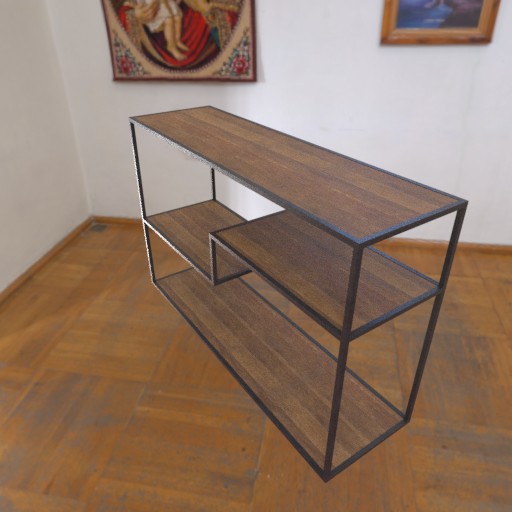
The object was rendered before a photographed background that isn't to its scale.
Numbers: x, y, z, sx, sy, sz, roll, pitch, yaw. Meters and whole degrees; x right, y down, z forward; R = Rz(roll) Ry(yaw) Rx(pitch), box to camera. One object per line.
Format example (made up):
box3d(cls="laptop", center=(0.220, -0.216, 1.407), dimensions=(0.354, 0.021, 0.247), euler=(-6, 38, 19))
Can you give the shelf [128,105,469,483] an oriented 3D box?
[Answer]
box3d(cls="shelf", center=(0.000, 0.000, 1.549), dimensions=(0.361, 0.765, 1.201), euler=(-20, 36, -29))
